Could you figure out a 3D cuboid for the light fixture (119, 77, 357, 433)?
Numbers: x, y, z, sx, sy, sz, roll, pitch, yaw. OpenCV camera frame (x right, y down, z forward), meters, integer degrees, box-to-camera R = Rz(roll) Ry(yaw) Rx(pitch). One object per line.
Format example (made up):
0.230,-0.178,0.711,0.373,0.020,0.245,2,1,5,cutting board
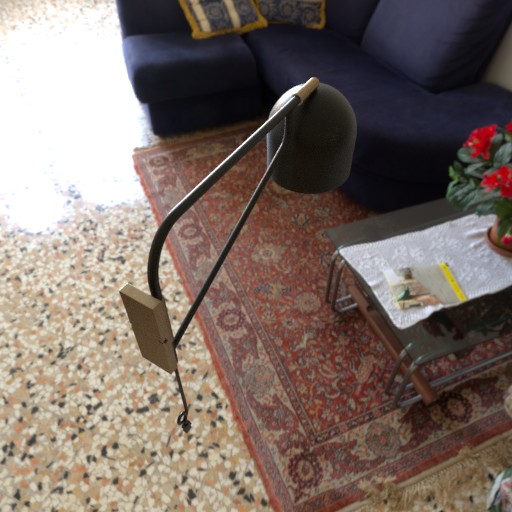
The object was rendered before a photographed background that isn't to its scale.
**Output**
0.000,0.000,1.074,0.215,0.696,0.720,24,51,21,light fixture
